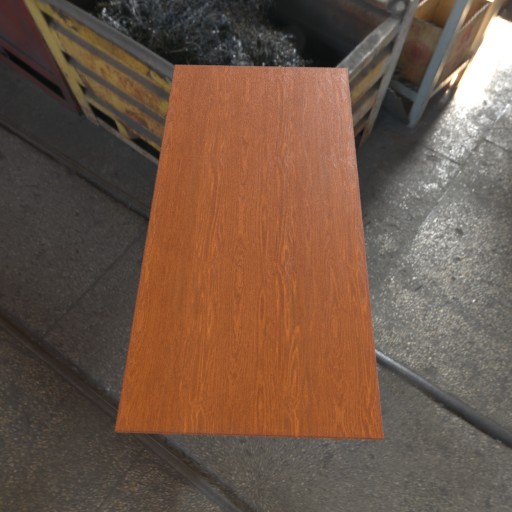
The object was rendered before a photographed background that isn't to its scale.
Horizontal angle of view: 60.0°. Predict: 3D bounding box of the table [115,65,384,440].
[{"bbox_3d":[0.000,0.000,2.034,0.811,0.755,1.609,1,62,1],"label":"table"}]
